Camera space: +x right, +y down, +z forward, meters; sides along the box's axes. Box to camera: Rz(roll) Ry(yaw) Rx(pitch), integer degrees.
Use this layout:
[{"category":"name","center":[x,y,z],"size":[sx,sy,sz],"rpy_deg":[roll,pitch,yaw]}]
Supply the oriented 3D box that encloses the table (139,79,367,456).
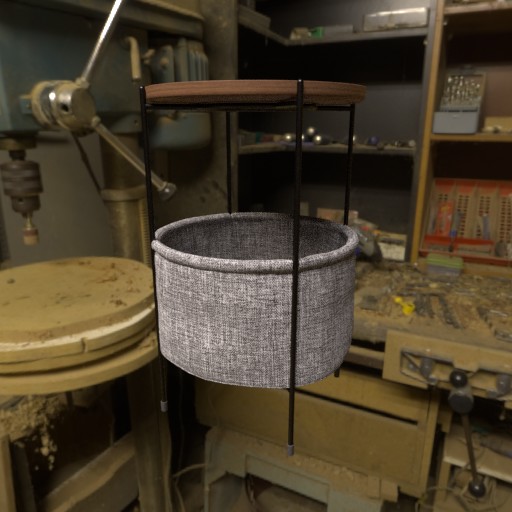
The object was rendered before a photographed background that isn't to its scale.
[{"category":"table","center":[0.000,0.000,0.881],"size":[0.400,0.623,0.400],"rpy_deg":[8,19,26]}]
